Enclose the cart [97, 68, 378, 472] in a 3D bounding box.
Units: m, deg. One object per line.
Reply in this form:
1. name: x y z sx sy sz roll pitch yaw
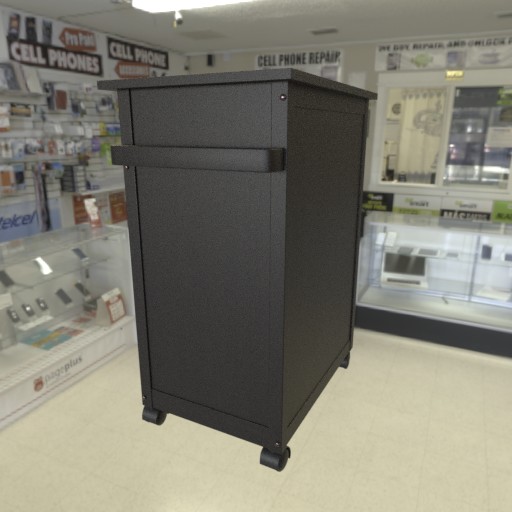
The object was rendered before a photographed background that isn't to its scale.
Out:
1. cart: 0.000 0.000 1.234 0.456 0.879 0.660 8 18 27
